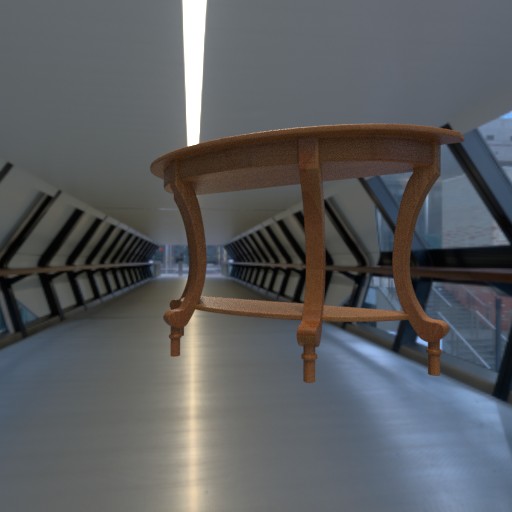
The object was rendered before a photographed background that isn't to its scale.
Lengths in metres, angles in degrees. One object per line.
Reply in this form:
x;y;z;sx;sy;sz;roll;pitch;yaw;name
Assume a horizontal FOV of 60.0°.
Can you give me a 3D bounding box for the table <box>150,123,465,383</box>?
0.000;0.000;1.471;1.198;0.692;0.394;0;0;36;table
